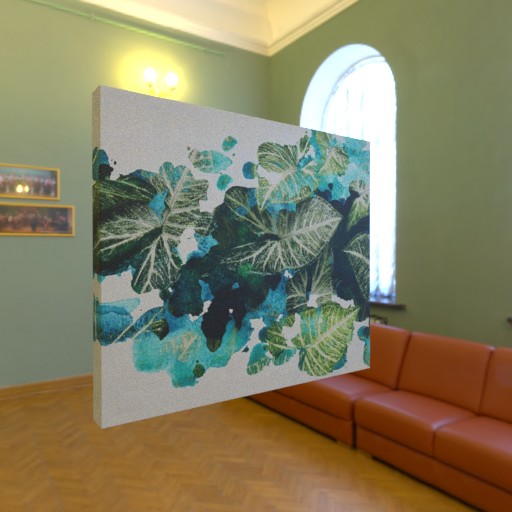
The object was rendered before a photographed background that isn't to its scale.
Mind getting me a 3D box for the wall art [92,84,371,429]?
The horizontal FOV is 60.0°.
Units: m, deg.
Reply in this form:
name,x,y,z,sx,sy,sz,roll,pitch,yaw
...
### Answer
name,x,y,z,sx,sy,sz,roll,pitch,yaw
wall art,0.000,0.000,0.721,0.507,0.435,0.041,-1,1,-35
